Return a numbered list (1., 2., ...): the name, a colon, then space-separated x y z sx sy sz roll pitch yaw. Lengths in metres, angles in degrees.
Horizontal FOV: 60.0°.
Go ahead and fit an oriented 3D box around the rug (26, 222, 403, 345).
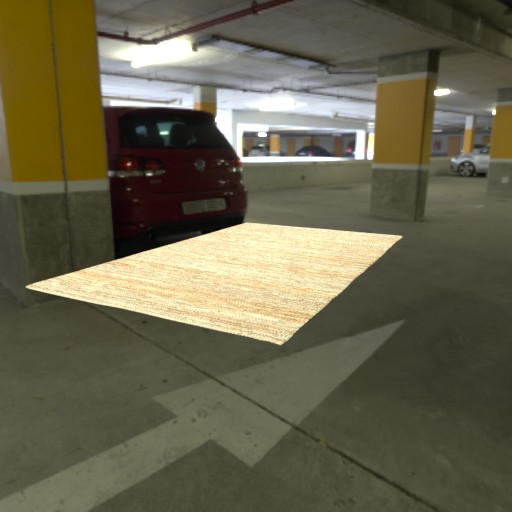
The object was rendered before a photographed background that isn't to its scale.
1. rug: 0.000 0.000 3.059 1.529 0.009 2.446 7 15 27
